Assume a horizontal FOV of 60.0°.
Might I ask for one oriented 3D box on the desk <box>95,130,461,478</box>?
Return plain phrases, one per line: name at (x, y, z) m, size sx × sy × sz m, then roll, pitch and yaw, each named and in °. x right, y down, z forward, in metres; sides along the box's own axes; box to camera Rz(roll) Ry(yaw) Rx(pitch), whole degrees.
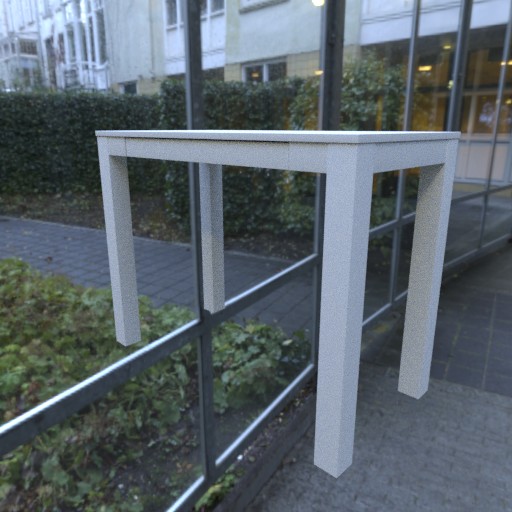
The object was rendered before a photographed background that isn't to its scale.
desk at (0.000, 0.000, 1.408) m, size 0.990 × 0.762 × 0.497 m, roll 15°, pitch 22°, yaw 42°
